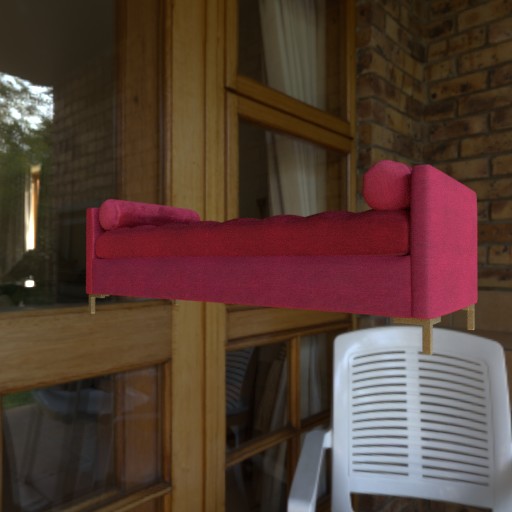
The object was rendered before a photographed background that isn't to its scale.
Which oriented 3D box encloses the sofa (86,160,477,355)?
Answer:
[{"bbox_3d":[0.000,0.000,2.435,2.102,0.705,0.796,-1,-1,37],"label":"sofa"}]
